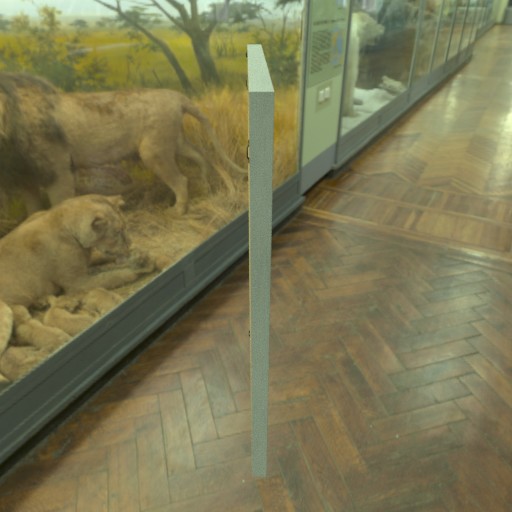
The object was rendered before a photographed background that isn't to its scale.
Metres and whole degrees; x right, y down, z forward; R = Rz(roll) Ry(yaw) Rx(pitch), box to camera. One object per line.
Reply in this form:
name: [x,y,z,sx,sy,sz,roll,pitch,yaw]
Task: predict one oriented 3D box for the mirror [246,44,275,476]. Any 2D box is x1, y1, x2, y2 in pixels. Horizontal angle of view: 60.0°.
mirror: [0.000,0.000,1.127,0.041,0.915,0.609,-1,31,-1]
